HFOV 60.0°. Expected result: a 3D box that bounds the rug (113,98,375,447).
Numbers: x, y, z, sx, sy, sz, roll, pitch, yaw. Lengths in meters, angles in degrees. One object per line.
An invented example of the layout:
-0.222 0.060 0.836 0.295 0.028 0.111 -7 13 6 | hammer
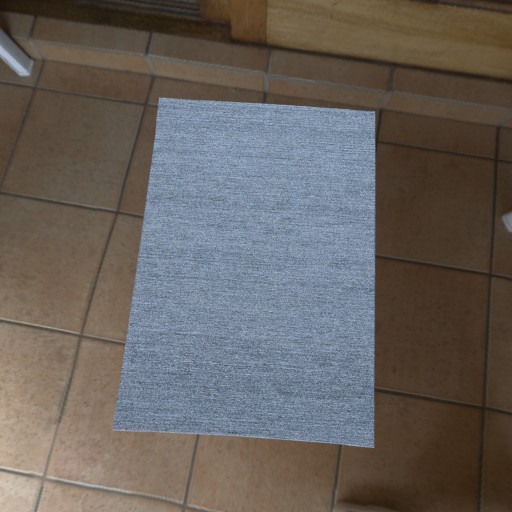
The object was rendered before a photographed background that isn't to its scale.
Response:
0.000 0.000 3.007 1.616 0.030 2.338 4 76 1 | rug
